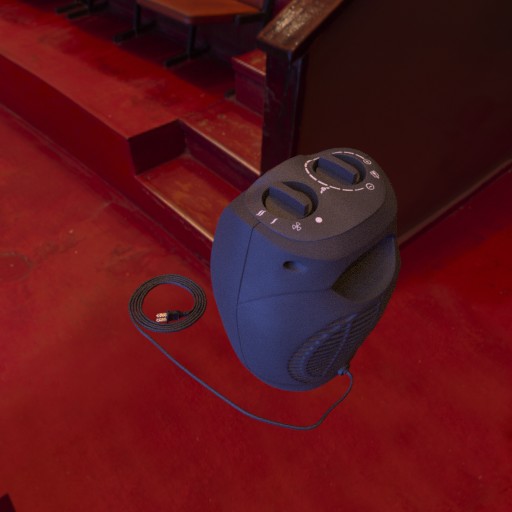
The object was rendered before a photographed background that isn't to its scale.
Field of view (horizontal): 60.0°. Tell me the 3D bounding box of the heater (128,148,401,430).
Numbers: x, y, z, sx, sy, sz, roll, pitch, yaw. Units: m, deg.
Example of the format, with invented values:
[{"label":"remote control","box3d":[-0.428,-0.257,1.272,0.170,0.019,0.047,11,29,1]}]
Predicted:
[{"label":"heater","box3d":[0.000,0.000,0.477,0.239,0.240,0.291,-33,55,-27]}]
